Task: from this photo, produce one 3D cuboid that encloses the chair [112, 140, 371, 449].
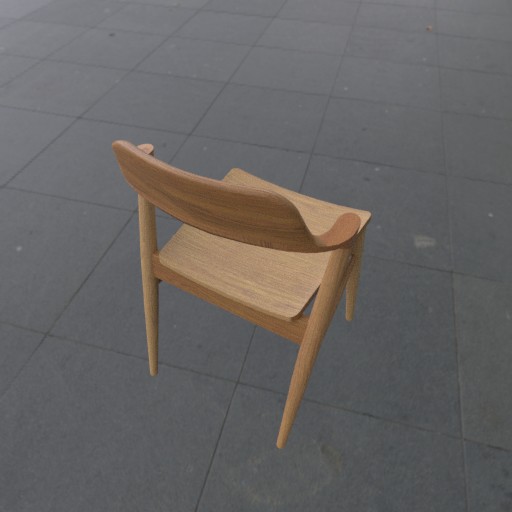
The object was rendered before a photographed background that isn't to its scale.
[{"bbox_3d":[0.000,0.000,1.113,0.512,0.792,0.499,22,49,21],"label":"chair"}]
